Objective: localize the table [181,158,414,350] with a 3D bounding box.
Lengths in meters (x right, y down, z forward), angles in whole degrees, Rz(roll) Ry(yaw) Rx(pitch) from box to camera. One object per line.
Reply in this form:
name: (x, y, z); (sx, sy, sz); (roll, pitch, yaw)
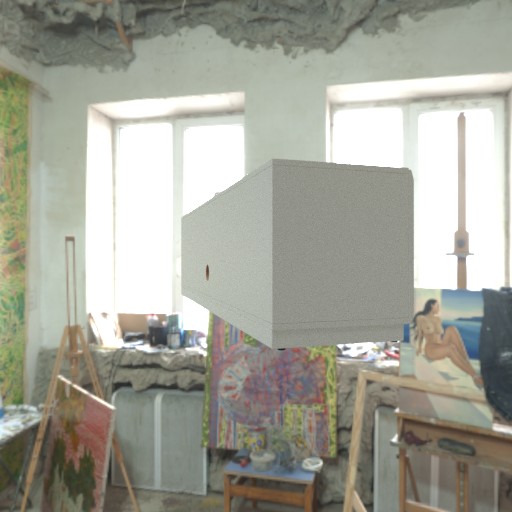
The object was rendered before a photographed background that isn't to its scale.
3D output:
table: (0.000, 0.000, 1.805); (0.400, 0.440, 1.550); (0, 0, -17)
